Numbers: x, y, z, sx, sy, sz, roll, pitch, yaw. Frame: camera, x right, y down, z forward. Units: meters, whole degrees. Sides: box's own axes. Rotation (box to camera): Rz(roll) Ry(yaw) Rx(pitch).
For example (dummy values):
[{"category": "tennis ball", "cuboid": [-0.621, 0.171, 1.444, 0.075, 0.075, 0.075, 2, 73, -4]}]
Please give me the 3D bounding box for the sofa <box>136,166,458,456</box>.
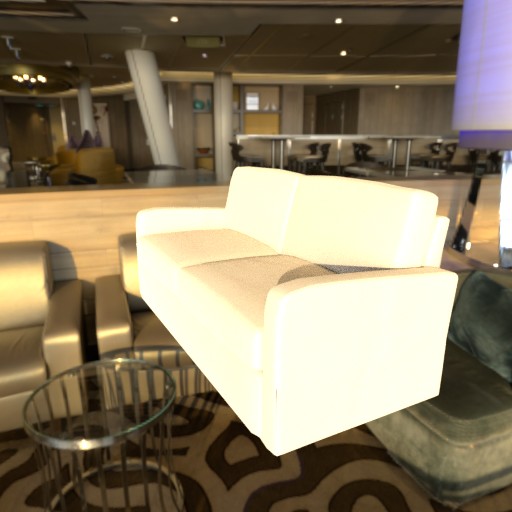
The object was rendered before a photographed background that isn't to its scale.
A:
[{"category": "sofa", "cuboid": [0.000, 0.000, 2.294, 0.894, 0.831, 1.808, -8, 17, -27]}]
